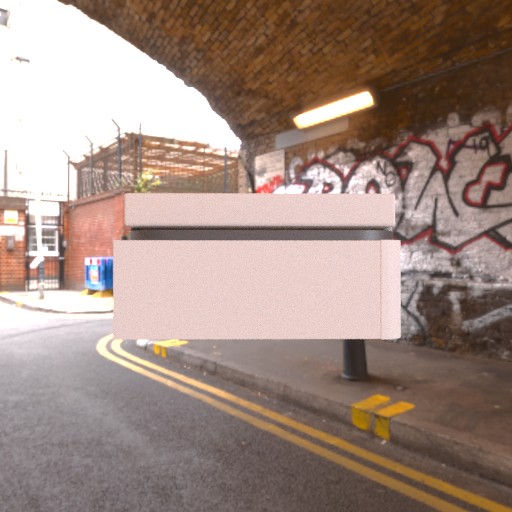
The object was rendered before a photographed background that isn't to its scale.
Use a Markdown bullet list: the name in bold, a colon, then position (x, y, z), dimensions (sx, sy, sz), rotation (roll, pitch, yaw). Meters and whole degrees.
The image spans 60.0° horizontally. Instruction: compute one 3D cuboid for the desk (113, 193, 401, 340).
- **desk**: position (0.000, 0.000, 2.305), dimensions (0.900, 0.526, 1.900), rotation (0, 0, -1)
